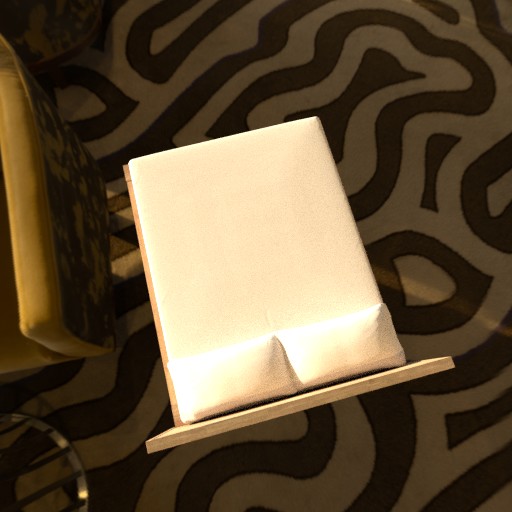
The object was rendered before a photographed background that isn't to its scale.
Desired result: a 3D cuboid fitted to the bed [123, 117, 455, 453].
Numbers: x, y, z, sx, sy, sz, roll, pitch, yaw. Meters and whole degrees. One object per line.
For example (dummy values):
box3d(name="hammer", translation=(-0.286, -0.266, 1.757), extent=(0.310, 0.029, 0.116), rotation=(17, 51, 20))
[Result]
box3d(name="bed", translation=(0.000, 0.000, 3.232), extent=(1.759, 1.071, 2.145), rotation=(-14, 75, -4))
